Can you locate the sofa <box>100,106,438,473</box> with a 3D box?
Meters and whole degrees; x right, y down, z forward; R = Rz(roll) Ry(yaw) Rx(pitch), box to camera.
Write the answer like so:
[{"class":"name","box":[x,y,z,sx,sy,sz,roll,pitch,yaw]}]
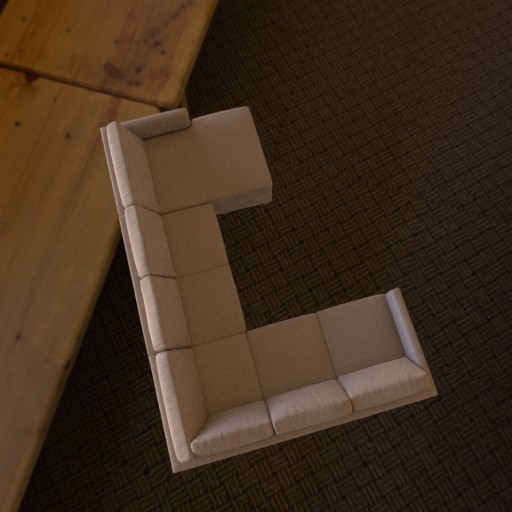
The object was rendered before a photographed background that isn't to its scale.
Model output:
[{"class":"sofa","box":[0.000,0.000,4.516,2.427,0.882,3.460,-15,76,-4]}]
